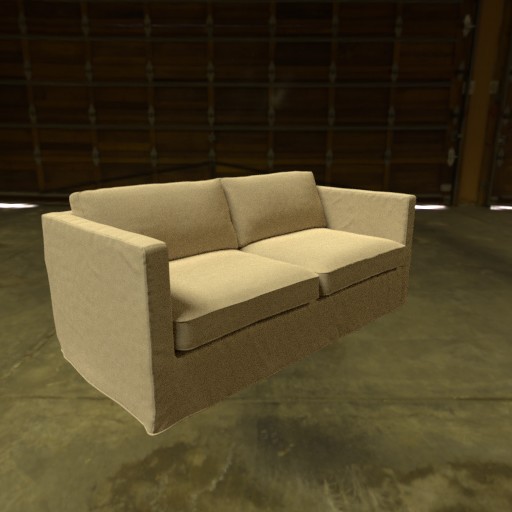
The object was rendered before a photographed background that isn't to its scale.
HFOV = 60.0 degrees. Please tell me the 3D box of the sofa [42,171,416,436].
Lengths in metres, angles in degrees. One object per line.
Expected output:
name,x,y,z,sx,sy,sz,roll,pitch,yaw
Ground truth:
sofa,0.000,0.000,2.480,1.959,0.835,0.962,-14,21,-43
